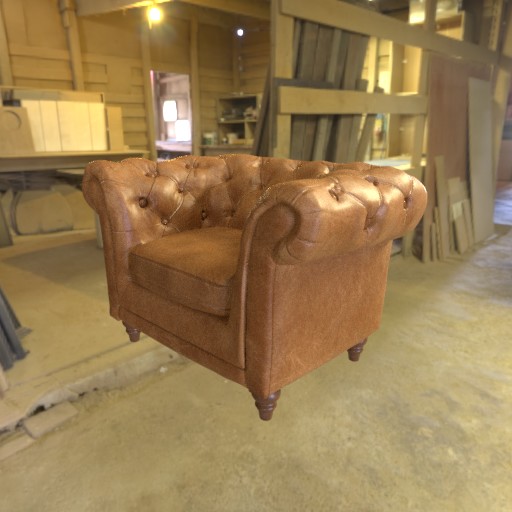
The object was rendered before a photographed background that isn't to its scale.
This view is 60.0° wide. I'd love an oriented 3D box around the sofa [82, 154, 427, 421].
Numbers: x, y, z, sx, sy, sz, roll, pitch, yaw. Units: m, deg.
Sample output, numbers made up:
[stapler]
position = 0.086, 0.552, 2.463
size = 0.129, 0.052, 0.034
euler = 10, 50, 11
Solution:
[sofa]
position = 0.000, 0.000, 2.059
size = 1.405, 0.878, 1.033
euler = 15, 22, 42
